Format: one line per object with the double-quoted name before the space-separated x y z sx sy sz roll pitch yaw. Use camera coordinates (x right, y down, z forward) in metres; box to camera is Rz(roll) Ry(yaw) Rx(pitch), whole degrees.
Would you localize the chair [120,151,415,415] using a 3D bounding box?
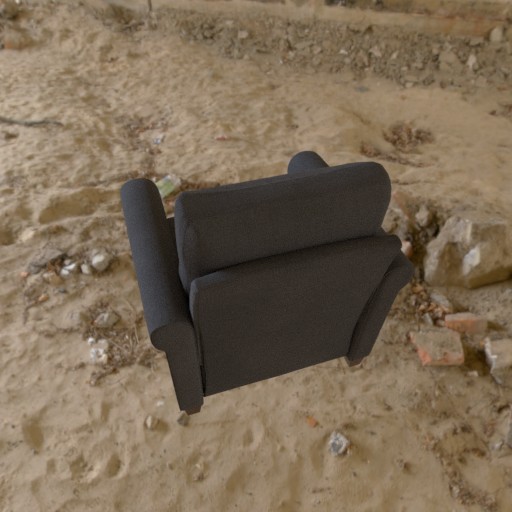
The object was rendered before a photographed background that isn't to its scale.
"chair" 0.000 0.000 1.644 0.867 0.942 0.828 -12 42 -14
